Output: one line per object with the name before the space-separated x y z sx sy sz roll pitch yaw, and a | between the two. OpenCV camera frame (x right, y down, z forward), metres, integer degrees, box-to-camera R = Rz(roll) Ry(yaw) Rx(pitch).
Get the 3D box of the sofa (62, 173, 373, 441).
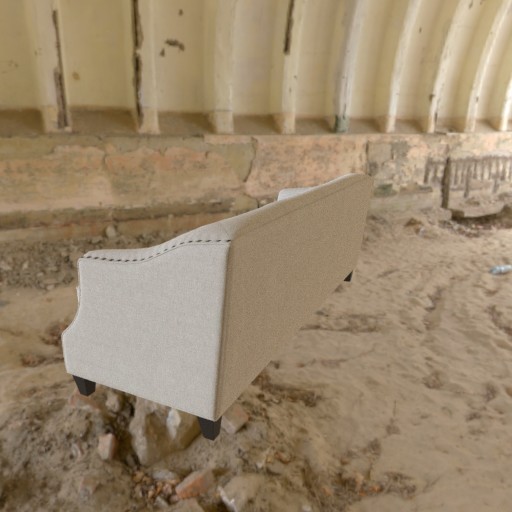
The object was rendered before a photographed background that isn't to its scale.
sofa | 0.000 0.000 2.741 0.914 0.901 2.235 8 18 25
